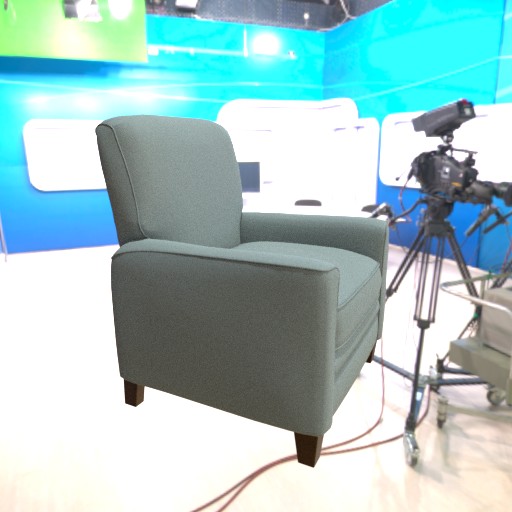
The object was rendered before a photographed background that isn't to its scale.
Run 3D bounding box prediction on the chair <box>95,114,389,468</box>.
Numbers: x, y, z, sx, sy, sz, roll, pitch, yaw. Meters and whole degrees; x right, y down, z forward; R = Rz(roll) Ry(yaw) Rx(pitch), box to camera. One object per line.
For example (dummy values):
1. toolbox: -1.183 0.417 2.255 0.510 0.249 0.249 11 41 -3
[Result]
1. chair: 0.000 0.000 1.648 0.846 1.007 0.853 7 16 26
